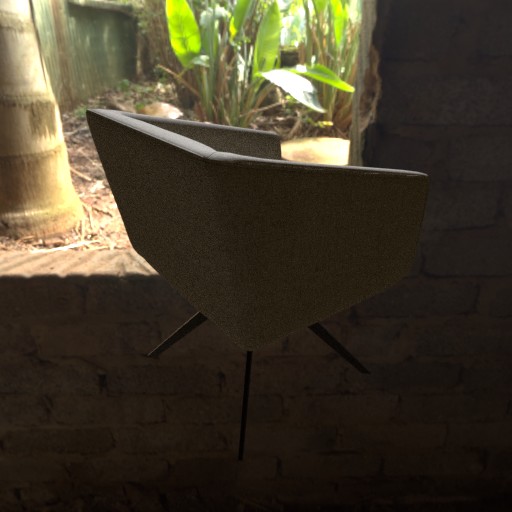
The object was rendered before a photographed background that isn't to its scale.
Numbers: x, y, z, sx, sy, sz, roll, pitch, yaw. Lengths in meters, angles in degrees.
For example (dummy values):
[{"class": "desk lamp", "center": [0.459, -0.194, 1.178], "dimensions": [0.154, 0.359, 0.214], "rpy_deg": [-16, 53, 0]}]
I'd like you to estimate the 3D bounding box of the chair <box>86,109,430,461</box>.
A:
[{"class": "chair", "center": [0.000, 0.000, 1.215], "dimensions": [0.623, 0.760, 0.628], "rpy_deg": [-18, 32, -32]}]
